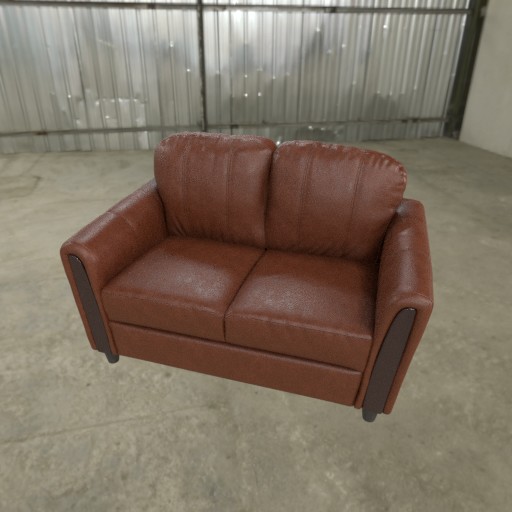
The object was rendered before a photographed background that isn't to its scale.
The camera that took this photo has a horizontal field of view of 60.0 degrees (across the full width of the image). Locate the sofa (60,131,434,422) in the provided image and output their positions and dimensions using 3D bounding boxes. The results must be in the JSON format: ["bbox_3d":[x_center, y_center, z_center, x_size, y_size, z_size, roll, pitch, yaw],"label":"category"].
[{"bbox_3d":[0.000,0.000,1.948,1.406,0.906,0.805,8,28,15],"label":"sofa"}]
